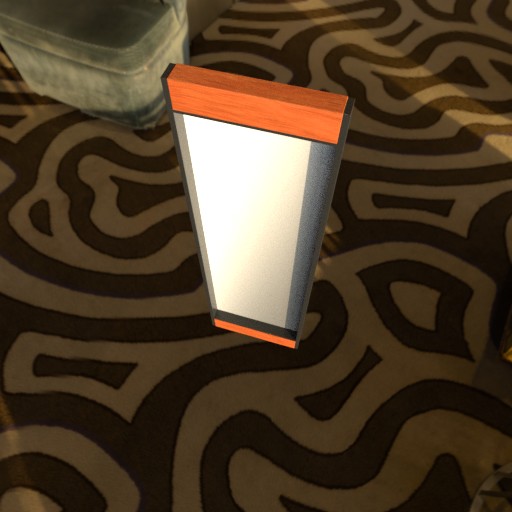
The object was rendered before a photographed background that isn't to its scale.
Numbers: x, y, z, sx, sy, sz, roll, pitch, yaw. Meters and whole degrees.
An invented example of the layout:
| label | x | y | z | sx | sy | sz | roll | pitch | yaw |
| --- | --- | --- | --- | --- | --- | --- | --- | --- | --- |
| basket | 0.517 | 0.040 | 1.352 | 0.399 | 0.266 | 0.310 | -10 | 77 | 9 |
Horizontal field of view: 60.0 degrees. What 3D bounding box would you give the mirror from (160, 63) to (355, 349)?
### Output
| label | x | y | z | sx | sy | sz | roll | pitch | yaw |
| --- | --- | --- | --- | --- | --- | --- | --- | --- | --- |
| mirror | 0.000 | 0.000 | 1.252 | 0.343 | 1.123 | 0.047 | 14 | 59 | 9 |
